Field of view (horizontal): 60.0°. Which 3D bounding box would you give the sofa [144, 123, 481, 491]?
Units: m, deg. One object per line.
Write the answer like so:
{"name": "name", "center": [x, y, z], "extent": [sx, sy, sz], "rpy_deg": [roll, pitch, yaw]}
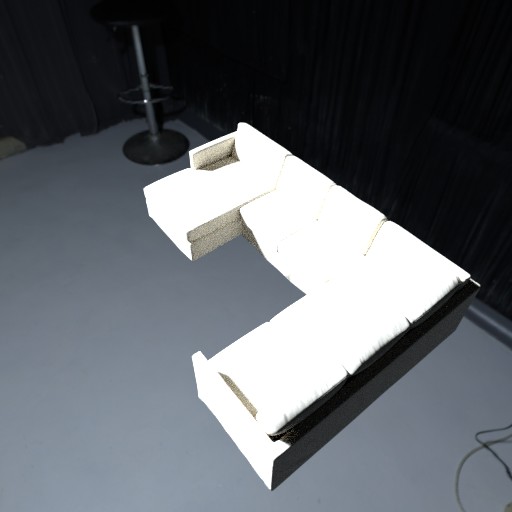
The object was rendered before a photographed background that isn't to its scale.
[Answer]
{"name": "sofa", "center": [0.000, 0.000, 4.542], "extent": [2.448, 0.882, 3.464], "rpy_deg": [-30, 54, -25]}
